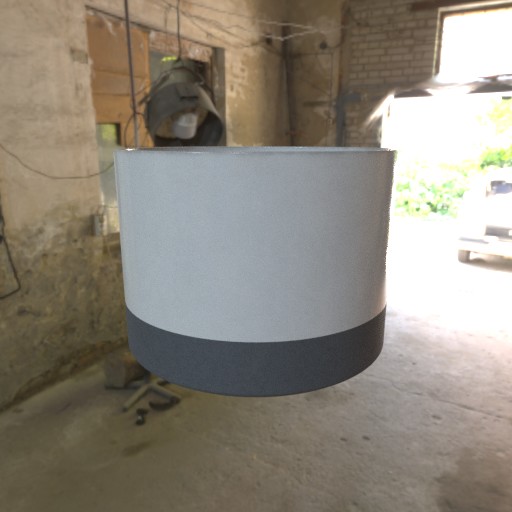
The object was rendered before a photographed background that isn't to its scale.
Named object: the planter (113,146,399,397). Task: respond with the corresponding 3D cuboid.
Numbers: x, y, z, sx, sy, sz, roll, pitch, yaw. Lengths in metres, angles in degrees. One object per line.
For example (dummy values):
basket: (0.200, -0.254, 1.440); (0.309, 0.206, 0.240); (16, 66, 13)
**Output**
planter: (0.000, 0.000, 0.222); (0.128, 0.105, 0.128); (0, 15, 0)
